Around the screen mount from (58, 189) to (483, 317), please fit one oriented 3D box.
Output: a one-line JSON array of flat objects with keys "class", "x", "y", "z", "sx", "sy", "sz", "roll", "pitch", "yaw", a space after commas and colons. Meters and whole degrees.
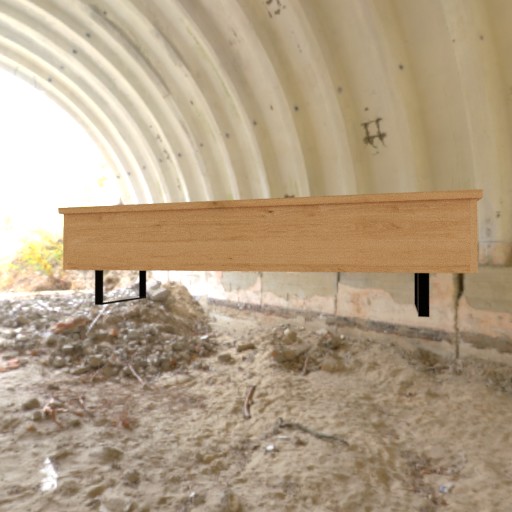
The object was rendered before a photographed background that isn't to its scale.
[{"class": "screen mount", "x": 0.000, "y": 0.000, "z": 1.919, "sx": 1.700, "sy": 0.430, "sz": 0.450, "roll": 0, "pitch": 0, "yaw": 18}]
